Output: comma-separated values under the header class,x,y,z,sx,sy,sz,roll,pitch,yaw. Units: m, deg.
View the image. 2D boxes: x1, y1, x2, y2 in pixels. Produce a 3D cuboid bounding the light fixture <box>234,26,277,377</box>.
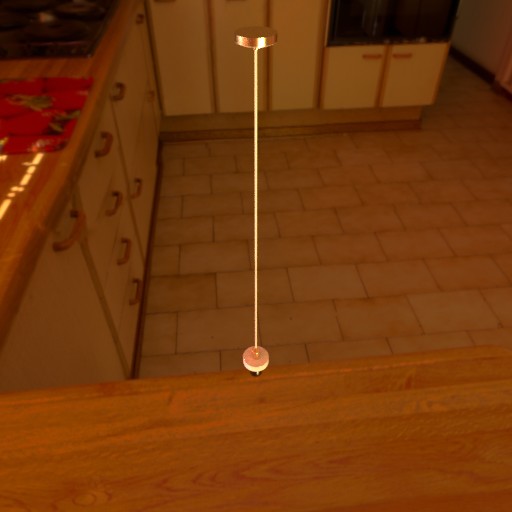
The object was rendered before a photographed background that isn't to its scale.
class,x,y,z,sx,sy,sz,roll,pitch,yaw
light fixture,0.000,0.000,1.792,0.129,1.669,0.129,-26,47,-26
